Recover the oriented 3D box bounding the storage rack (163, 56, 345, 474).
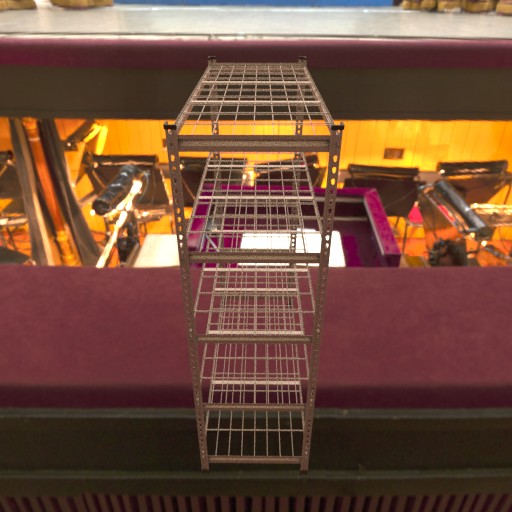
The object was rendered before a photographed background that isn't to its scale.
[{"bbox_3d":[0.000,0.000,2.645,0.610,1.981,1.524,0,32,0],"label":"storage rack"}]
